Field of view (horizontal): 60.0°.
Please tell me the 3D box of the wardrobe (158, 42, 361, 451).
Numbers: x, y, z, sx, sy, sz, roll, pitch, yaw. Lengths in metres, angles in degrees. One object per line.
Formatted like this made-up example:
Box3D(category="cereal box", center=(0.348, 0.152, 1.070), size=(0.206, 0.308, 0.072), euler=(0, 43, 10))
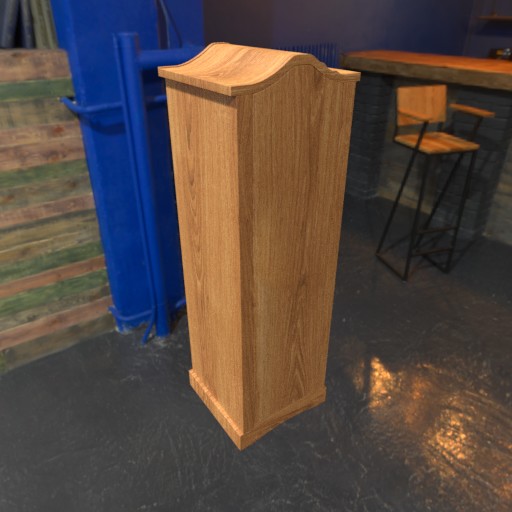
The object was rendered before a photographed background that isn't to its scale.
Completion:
Box3D(category="wardrobe", center=(0.000, 0.000, 2.187), size=(0.590, 1.870, 0.570), euler=(-19, 35, -30))
